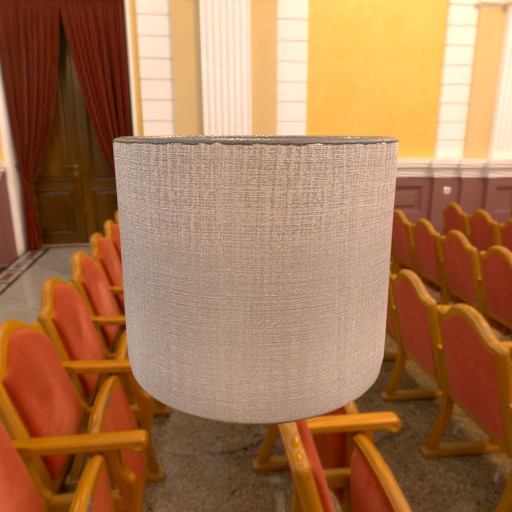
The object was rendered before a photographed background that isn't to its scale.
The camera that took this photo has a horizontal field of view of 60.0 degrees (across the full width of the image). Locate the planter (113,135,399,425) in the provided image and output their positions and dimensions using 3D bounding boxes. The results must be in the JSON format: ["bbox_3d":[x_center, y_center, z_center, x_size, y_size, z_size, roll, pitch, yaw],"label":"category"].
[{"bbox_3d":[0.000,0.000,0.214,0.125,0.112,0.125,0,16,0],"label":"planter"}]
